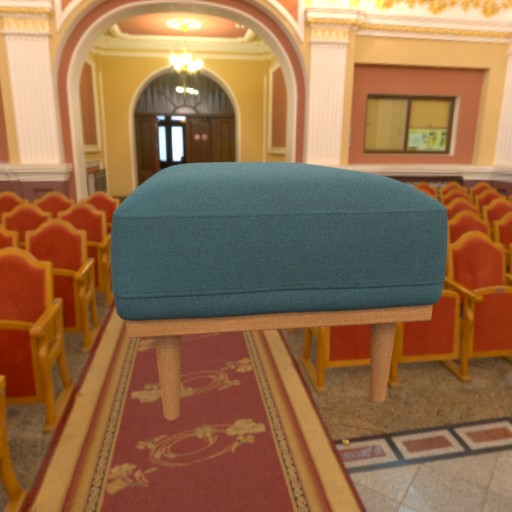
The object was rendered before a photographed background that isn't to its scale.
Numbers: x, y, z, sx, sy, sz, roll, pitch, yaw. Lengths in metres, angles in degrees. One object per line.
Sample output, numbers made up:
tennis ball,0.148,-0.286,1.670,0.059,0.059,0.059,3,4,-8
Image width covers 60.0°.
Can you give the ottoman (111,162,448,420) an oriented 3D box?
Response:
ottoman,0.000,0.000,1.055,0.549,0.428,0.749,-2,14,-8
